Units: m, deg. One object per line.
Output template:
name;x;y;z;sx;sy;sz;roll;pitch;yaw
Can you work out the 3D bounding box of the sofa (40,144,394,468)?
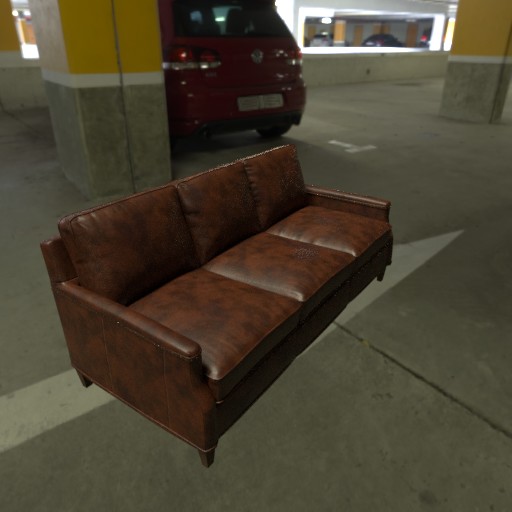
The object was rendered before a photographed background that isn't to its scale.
sofa;0.000;0.000;2.819;1.084;1.003;2.240;17;31;31
